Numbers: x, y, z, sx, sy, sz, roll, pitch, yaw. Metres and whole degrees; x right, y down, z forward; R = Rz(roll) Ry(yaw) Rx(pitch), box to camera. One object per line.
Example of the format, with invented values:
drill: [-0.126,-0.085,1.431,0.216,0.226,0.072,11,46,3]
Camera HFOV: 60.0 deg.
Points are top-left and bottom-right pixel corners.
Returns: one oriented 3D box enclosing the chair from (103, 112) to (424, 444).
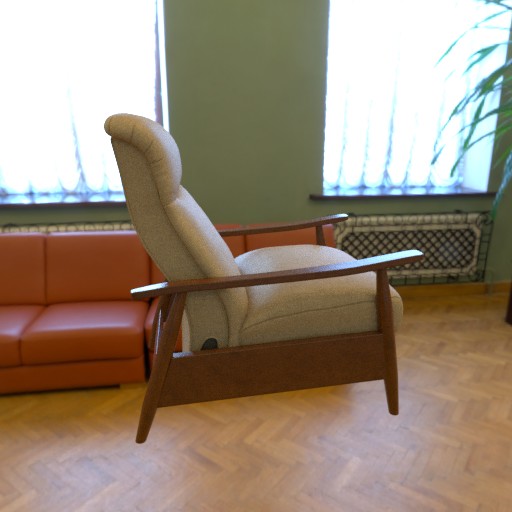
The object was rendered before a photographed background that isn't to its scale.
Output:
chair: [0.000,0.000,1.789,1.030,1.082,0.762,-3,16,-9]
